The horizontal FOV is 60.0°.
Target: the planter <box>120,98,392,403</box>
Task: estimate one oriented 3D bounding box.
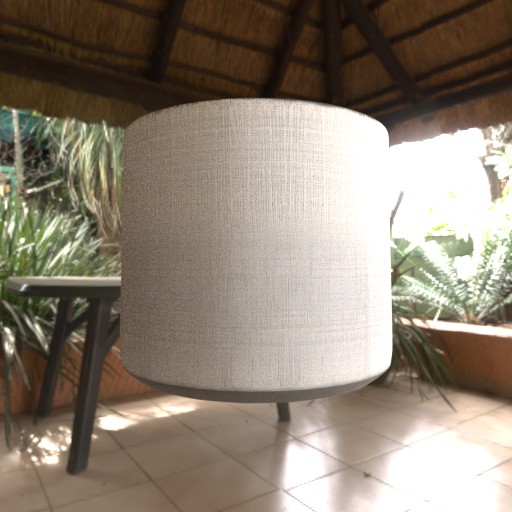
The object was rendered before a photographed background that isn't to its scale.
[{"bbox_3d":[0.000,0.000,0.433,0.254,0.221,0.254,0,-1,0],"label":"planter"}]
